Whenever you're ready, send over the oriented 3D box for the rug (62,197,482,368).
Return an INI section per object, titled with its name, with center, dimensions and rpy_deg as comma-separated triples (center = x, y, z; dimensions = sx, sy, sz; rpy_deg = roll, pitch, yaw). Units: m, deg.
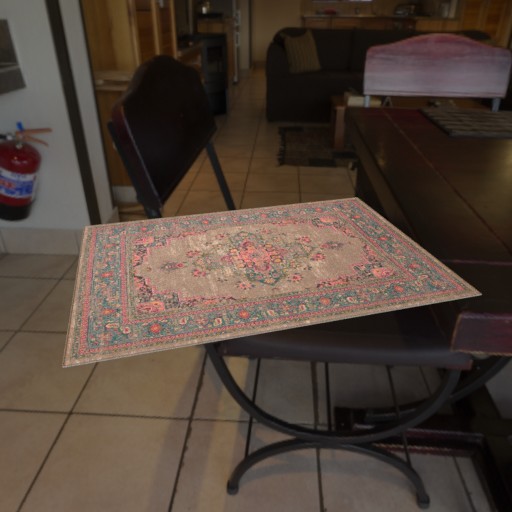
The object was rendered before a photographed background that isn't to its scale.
[rug]
center = 0.000, 0.000, 3.758
dimensions = 2.890, 0.013, 2.005
rpy_deg = -8, 30, -13
